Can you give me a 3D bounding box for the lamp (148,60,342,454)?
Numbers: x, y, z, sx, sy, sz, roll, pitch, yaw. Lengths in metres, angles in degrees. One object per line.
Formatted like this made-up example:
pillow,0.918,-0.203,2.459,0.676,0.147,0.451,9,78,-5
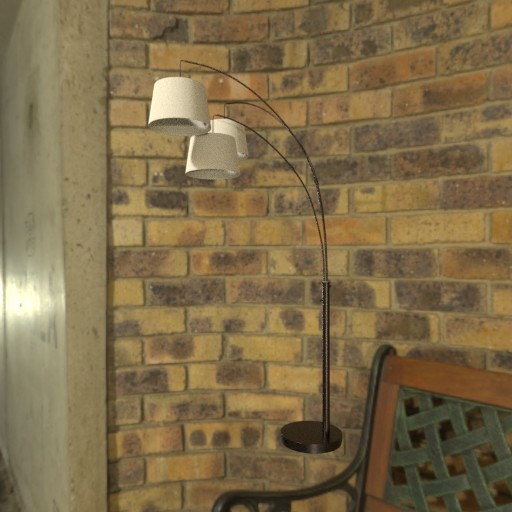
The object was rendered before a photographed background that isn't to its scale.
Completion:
lamp,0.000,0.000,2.420,0.924,1.950,0.951,0,-1,17
